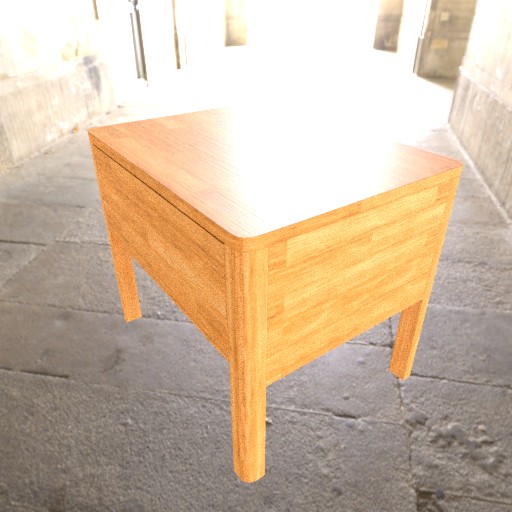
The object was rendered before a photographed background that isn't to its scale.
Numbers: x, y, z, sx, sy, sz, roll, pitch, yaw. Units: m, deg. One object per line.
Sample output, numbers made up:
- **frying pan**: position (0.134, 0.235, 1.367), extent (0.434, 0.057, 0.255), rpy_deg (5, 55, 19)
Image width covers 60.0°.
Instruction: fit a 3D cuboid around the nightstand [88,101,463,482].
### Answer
- **nightstand**: position (0.000, 0.000, 0.920), extent (0.440, 0.470, 0.560), rpy_deg (-20, 37, -30)
